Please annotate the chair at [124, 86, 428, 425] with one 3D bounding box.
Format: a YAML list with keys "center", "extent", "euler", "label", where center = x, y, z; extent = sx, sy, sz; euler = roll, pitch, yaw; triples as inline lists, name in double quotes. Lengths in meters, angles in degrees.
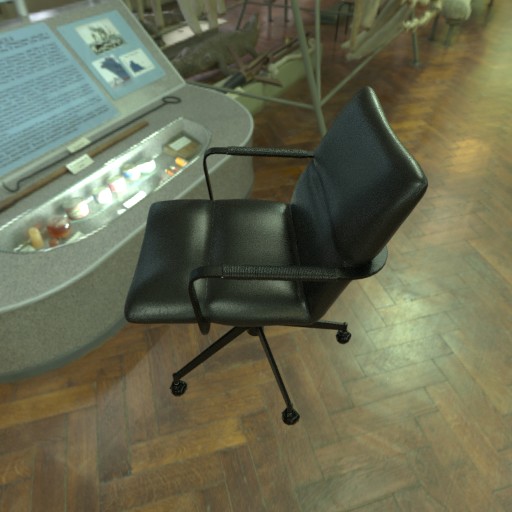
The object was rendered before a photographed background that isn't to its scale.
- center: [0.000, 0.000, 1.446]
  extent: [0.748, 0.922, 0.719]
  euler: [-1, 41, -1]
  label: "chair"
